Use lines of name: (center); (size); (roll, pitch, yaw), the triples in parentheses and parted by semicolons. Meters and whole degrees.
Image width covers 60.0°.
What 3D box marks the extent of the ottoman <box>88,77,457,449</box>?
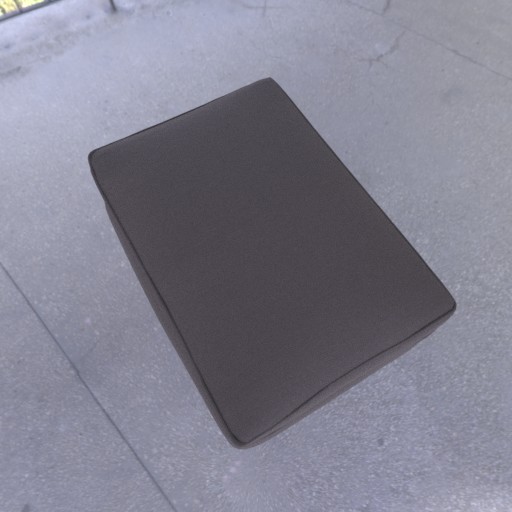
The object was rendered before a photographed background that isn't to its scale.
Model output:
ottoman: (0.000, 0.000, 0.998); (0.508, 0.406, 0.686); (-28, 68, -13)
